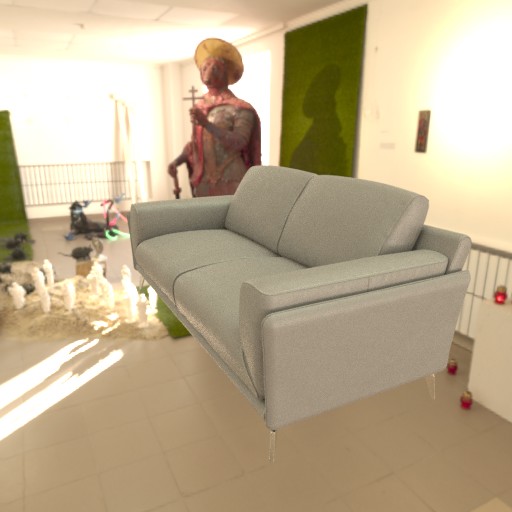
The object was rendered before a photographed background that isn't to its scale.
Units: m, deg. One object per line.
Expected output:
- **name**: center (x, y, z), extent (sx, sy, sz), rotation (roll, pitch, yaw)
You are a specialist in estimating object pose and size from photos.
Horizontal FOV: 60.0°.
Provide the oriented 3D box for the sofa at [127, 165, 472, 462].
- **sofa**: center (0.000, 0.000, 2.578), extent (1.049, 0.930, 2.101), rotation (-8, 18, -26)
